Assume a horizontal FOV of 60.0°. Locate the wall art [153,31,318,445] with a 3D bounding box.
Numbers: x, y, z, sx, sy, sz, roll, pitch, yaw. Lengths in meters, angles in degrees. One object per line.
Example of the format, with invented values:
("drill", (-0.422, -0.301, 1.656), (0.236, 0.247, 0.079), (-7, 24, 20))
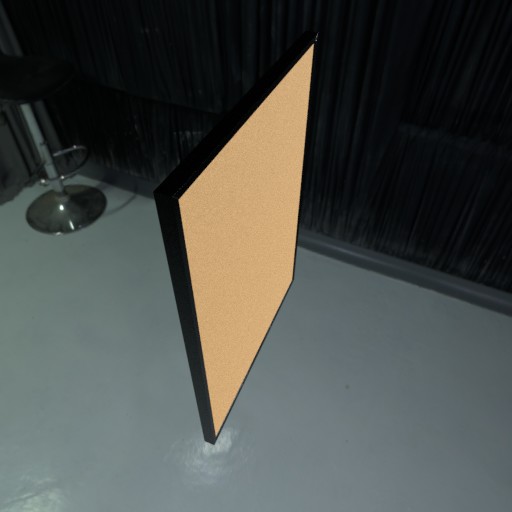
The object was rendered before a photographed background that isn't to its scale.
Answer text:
("wall art", (0.000, 0.000, 1.379), (0.040, 1.062, 0.805), (17, 48, 16))
